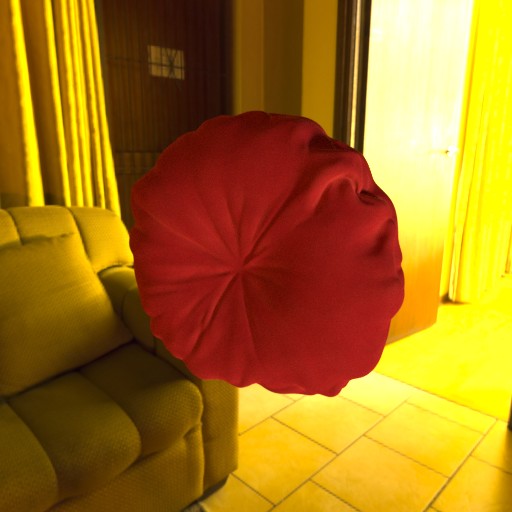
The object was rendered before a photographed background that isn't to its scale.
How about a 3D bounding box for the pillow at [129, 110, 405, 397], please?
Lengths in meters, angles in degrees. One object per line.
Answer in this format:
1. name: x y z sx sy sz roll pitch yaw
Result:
1. pillow: 0.000 0.000 0.653 0.428 0.407 0.148 6 15 24
